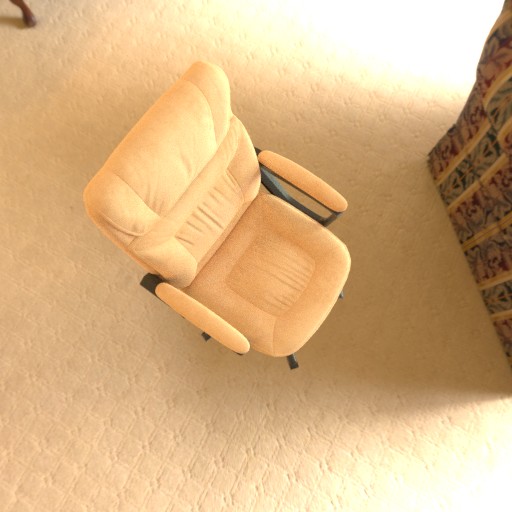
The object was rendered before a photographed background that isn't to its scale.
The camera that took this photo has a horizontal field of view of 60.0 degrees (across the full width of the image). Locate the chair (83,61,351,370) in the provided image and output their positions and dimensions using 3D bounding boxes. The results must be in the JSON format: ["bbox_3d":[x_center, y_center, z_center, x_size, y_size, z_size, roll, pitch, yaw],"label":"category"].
[{"bbox_3d":[0.000,0.000,1.544,0.724,1.105,0.667,34,77,9],"label":"chair"}]
